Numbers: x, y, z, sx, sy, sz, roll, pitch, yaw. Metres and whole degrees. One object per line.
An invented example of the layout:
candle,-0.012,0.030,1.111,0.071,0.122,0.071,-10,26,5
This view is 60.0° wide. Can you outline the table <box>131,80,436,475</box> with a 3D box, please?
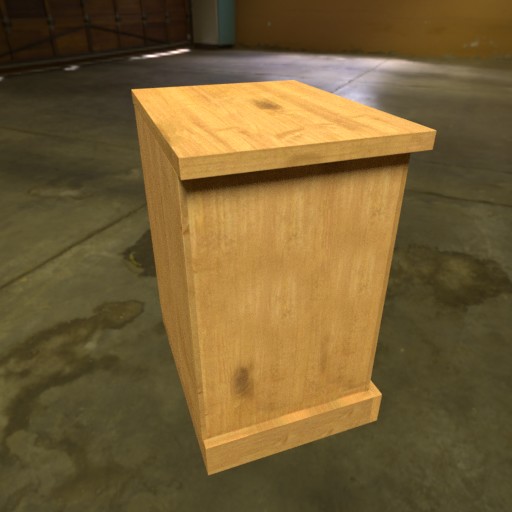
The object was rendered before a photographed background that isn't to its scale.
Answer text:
table,0.000,0.000,1.244,0.500,0.813,0.660,-10,32,-17
